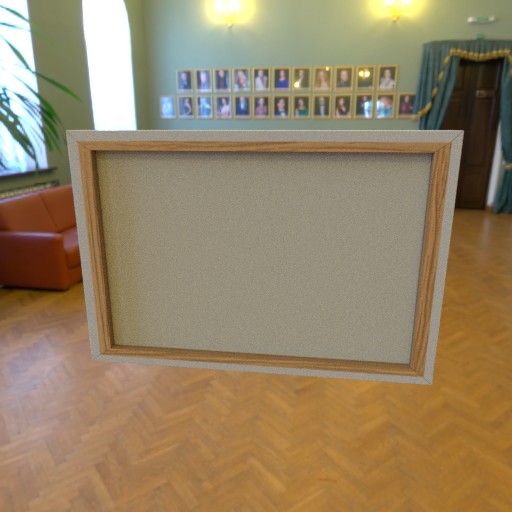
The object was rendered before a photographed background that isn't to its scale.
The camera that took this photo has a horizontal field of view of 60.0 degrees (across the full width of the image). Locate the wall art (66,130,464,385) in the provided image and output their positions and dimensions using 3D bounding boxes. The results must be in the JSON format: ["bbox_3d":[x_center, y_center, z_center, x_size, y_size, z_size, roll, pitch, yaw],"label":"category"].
[{"bbox_3d":[0.000,0.000,0.475,0.381,0.259,0.038,2,16,8],"label":"wall art"}]
